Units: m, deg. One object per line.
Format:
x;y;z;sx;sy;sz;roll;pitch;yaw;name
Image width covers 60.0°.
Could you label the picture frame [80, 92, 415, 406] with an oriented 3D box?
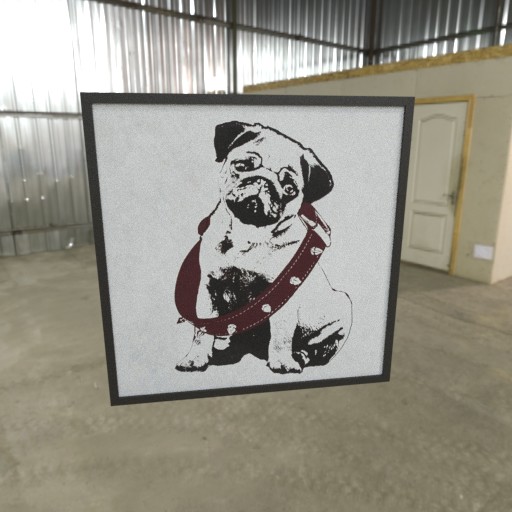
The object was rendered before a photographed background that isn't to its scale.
0.000;0.000;1.131;0.775;0.775;0.032;-2;15;-9;picture frame
